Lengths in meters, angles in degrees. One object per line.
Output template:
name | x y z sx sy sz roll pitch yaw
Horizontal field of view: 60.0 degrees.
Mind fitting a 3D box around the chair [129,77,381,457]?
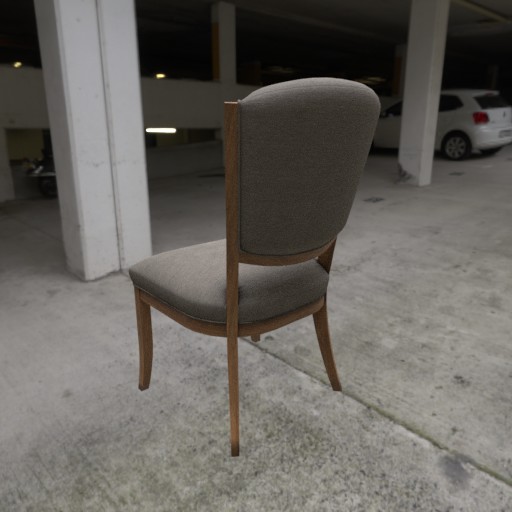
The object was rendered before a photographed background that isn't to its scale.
chair | 0.000 0.000 1.260 0.513 0.905 0.584 -14 22 -40
